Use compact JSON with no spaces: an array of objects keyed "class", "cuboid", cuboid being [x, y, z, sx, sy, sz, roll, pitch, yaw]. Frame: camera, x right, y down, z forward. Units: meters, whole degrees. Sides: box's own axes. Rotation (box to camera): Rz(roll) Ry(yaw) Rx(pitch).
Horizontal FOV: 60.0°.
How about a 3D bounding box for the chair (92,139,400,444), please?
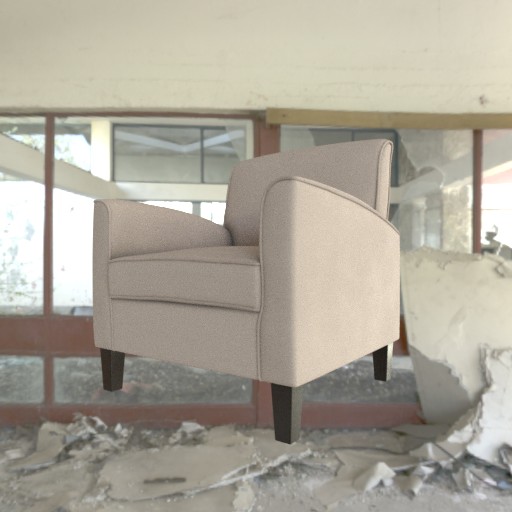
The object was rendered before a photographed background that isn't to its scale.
[{"class":"chair","cuboid":[0.000,0.000,1.595,0.820,0.915,0.820,0,0,36]}]
